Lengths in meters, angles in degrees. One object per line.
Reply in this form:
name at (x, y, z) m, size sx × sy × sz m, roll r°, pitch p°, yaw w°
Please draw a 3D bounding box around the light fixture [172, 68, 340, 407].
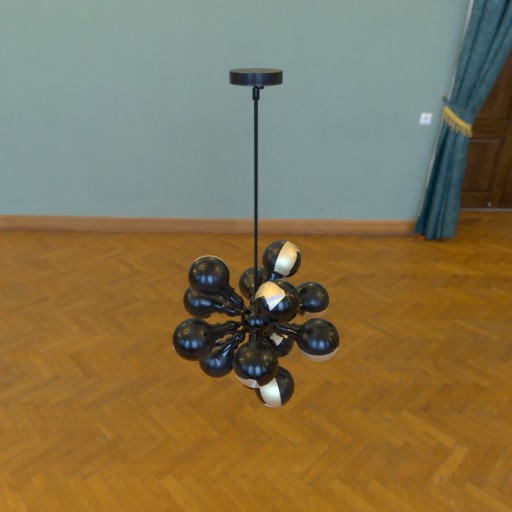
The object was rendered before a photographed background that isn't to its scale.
light fixture at (0.000, 0.000, 1.109) m, size 0.420 × 0.859 × 0.468 m, roll 0°, pitch 28°, yaw 0°
